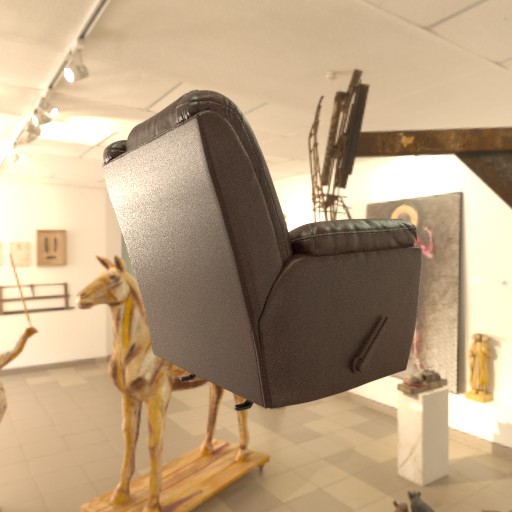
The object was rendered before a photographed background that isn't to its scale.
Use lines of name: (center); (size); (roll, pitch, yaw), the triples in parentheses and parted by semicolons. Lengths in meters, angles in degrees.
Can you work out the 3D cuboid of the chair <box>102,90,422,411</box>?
chair: (0.000, 0.000, 1.877); (1.041, 1.093, 0.990); (0, 1, -35)
